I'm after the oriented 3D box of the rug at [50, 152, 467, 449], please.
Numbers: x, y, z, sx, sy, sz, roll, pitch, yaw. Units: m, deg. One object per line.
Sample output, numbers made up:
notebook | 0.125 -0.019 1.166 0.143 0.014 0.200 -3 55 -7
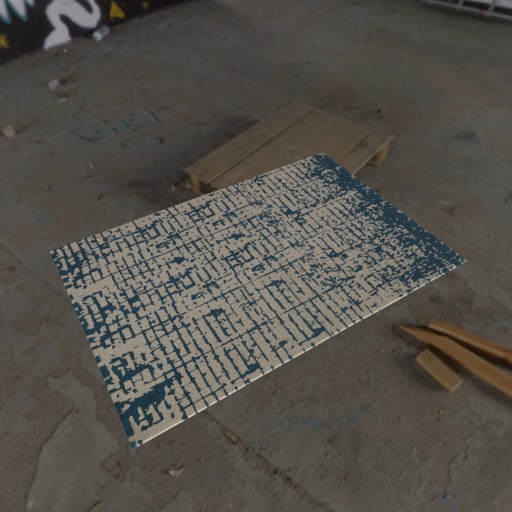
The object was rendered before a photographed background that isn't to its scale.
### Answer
rug | 0.000 0.000 2.332 1.828 0.007 1.220 -24 50 -22
